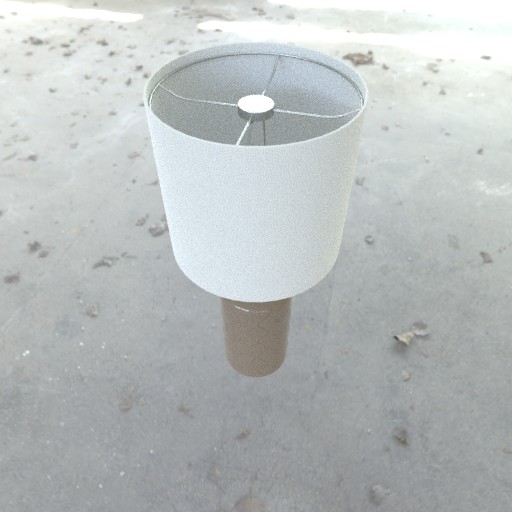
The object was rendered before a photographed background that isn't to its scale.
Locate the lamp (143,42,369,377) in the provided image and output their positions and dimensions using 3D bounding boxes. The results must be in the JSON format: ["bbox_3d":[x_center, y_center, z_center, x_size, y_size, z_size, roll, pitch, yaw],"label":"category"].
[{"bbox_3d":[0.000,0.000,0.578,0.207,0.461,0.207,10,47,10],"label":"lamp"}]
